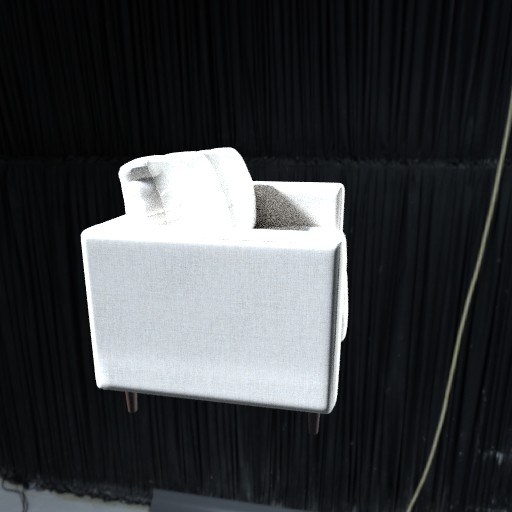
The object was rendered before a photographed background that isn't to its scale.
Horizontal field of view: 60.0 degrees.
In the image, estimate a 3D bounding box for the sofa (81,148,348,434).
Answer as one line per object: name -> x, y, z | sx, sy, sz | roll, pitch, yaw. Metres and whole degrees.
sofa -> 0.000, 0.000, 1.963 | 0.796, 0.908, 1.430 | 3, 16, 10
